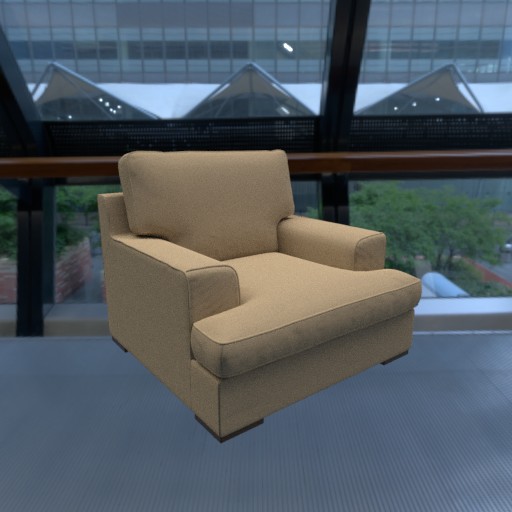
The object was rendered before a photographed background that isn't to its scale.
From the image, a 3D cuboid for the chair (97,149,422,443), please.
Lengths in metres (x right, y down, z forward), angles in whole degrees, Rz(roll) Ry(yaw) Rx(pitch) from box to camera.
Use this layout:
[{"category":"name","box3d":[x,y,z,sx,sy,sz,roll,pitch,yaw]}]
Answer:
[{"category":"chair","box3d":[0.000,0.000,2.185,1.274,1.005,1.293,14,20,43]}]
